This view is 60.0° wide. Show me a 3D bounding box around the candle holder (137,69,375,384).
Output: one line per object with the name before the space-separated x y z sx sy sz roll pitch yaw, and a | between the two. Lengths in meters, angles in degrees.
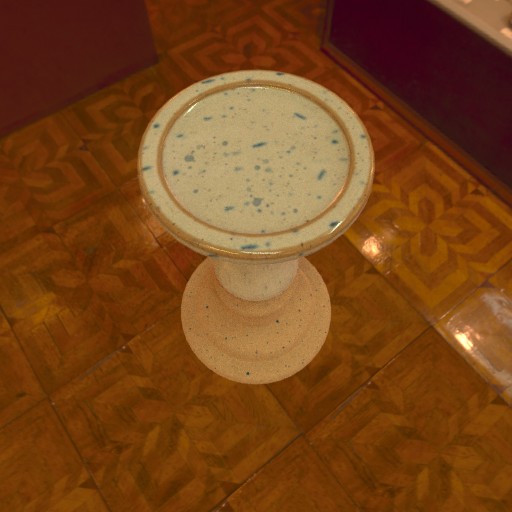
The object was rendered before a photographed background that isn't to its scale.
candle holder | 0.000 0.000 0.282 0.123 0.202 0.123 0 63 0
